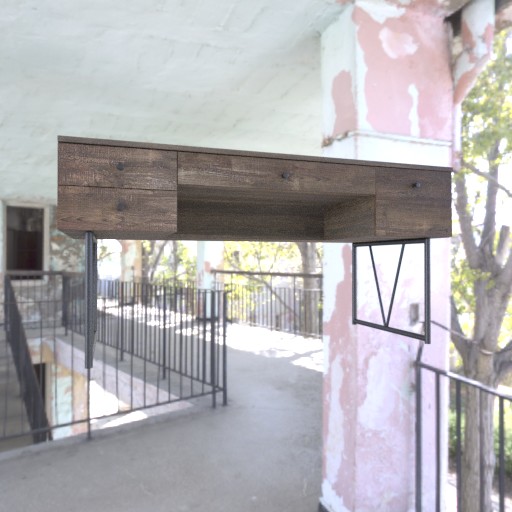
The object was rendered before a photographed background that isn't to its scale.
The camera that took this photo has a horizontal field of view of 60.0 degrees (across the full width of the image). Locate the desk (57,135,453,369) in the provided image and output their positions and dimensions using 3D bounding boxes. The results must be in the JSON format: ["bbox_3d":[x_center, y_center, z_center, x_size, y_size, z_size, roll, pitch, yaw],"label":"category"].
[{"bbox_3d":[0.000,0.000,2.027,1.600,0.780,0.730,0,-1,-18],"label":"desk"}]
